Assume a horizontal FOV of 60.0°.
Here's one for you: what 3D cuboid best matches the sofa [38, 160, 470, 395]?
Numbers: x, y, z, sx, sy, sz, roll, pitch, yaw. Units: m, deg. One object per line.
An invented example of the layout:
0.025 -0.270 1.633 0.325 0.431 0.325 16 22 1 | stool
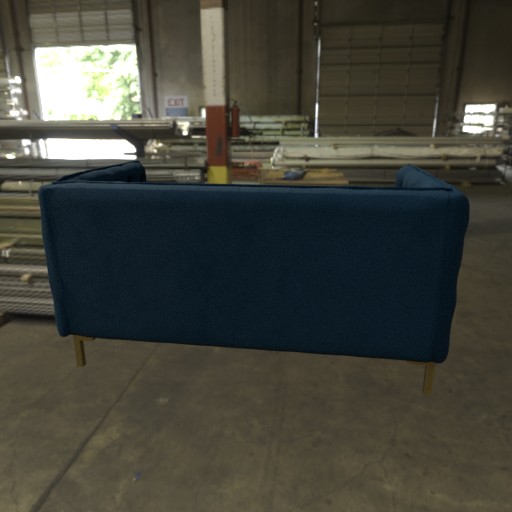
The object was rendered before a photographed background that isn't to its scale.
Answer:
0.000 0.000 2.082 1.583 0.810 0.909 2 17 8 | sofa
